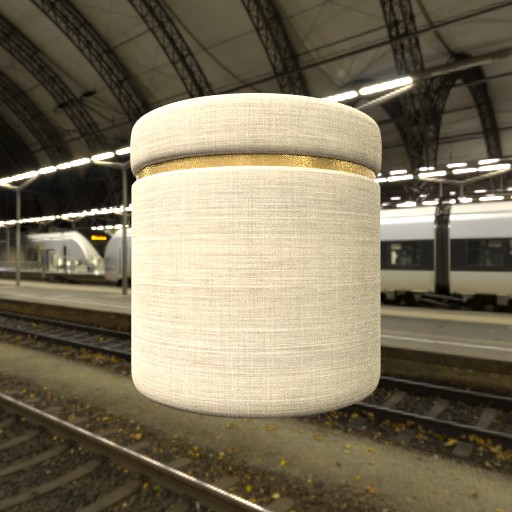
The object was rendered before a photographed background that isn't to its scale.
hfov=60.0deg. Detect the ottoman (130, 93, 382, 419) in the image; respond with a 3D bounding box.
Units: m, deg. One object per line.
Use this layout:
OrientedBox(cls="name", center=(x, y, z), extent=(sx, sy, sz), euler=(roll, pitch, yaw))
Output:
OrientedBox(cls="ottoman", center=(0.000, 0.000, 0.733), extent=(0.400, 0.406, 0.400), euler=(0, 0, 0))
